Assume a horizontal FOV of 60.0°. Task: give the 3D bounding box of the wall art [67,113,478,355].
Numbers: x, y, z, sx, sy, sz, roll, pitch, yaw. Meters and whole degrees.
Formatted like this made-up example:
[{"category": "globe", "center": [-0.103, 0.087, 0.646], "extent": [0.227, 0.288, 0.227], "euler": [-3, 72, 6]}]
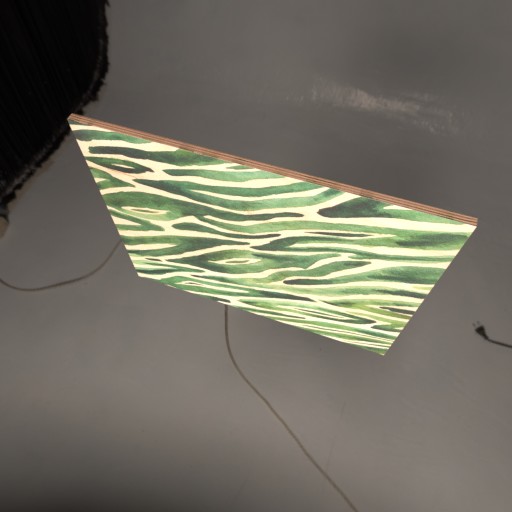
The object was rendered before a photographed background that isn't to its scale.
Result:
[{"category": "wall art", "center": [0.000, 0.000, 0.697], "extent": [0.508, 0.408, 0.012], "euler": [17, 60, 10]}]
